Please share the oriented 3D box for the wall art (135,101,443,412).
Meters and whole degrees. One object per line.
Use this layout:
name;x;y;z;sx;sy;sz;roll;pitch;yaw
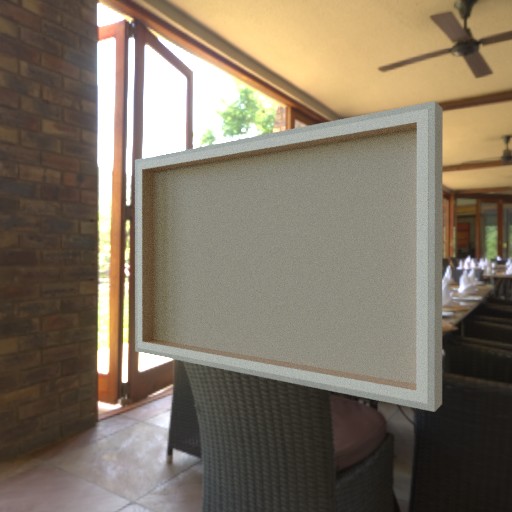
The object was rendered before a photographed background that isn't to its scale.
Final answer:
wall art;0.000;0.000;0.775;0.609;0.407;0.038;0;0;36
